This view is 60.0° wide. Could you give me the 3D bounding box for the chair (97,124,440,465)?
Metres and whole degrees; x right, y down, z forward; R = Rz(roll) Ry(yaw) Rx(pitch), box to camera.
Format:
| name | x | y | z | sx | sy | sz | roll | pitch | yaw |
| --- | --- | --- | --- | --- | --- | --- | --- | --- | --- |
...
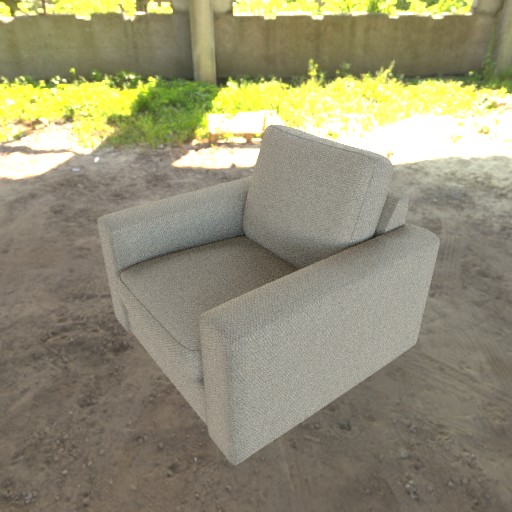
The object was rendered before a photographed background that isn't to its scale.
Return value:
| name | x | y | z | sx | sy | sz | roll | pitch | yaw |
| --- | --- | --- | --- | --- | --- | --- | --- | --- | --- |
| chair | 0.000 | 0.000 | 1.821 | 1.016 | 0.873 | 1.005 | -21 | 36 | -32 |
